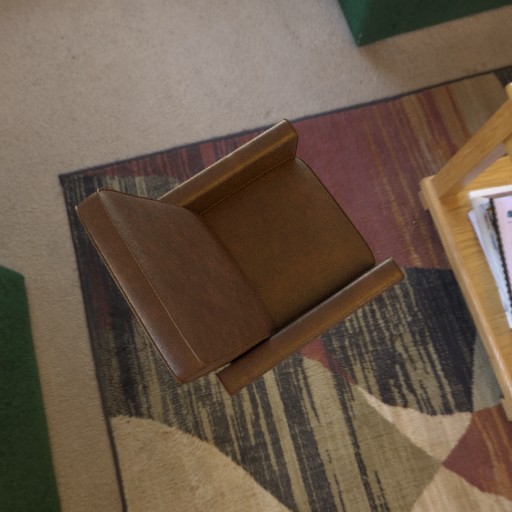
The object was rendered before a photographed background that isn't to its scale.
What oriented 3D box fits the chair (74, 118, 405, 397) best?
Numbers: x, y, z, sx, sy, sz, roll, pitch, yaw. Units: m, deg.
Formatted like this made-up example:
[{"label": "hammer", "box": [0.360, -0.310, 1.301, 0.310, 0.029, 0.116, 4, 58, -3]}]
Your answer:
[{"label": "chair", "box": [0.000, 0.000, 1.543, 0.746, 1.013, 0.705, -33, 78, -8]}]
